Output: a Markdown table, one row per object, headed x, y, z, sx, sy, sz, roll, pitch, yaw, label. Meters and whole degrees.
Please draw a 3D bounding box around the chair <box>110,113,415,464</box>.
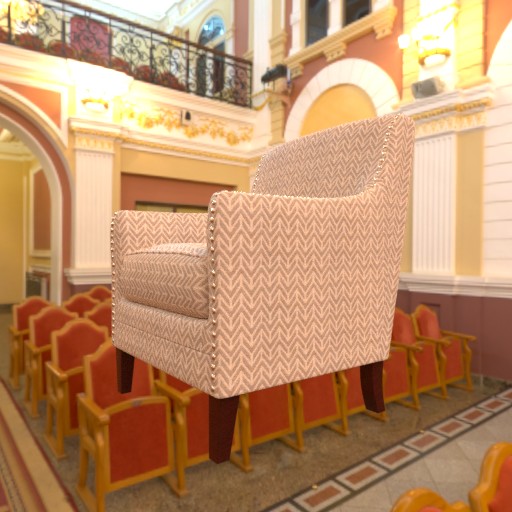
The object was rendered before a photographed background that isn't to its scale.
| x | y | z | sx | sy | sz | roll | pitch | yaw | label |
| --- | --- | --- | --- | --- | --- | --- | --- | --- | --- |
| 0.000 | 0.000 | 1.284 | 0.651 | 0.816 | 0.623 | -1 | 1 | -37 | chair |
